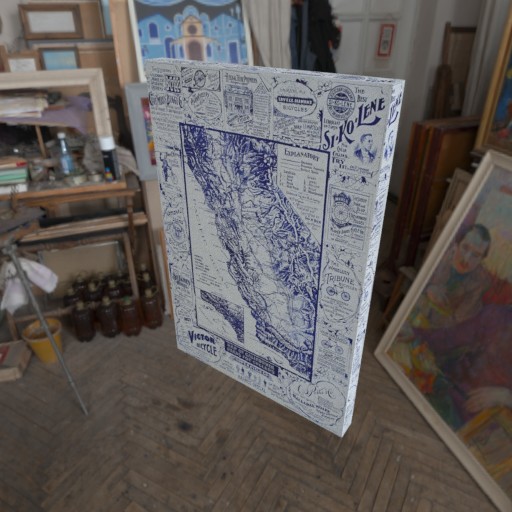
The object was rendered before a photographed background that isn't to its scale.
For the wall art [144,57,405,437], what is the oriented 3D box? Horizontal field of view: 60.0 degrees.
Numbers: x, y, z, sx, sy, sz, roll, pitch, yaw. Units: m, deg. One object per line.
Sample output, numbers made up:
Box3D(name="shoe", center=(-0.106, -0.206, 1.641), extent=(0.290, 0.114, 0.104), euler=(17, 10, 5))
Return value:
Box3D(name="wall art", center=(0.000, 0.000, 0.478), extent=(0.255, 0.376, 0.025), euler=(20, 35, 30))
